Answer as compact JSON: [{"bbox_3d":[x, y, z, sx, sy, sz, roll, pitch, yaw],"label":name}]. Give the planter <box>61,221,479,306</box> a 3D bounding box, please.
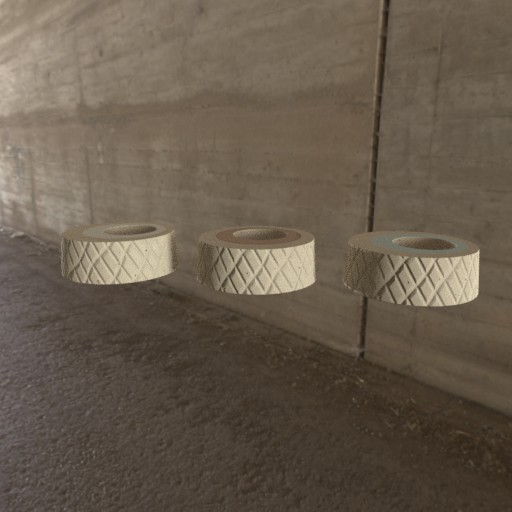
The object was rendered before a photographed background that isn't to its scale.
[{"bbox_3d":[0.000,0.000,0.418,0.390,0.038,0.114,3,15,11],"label":"planter"}]
